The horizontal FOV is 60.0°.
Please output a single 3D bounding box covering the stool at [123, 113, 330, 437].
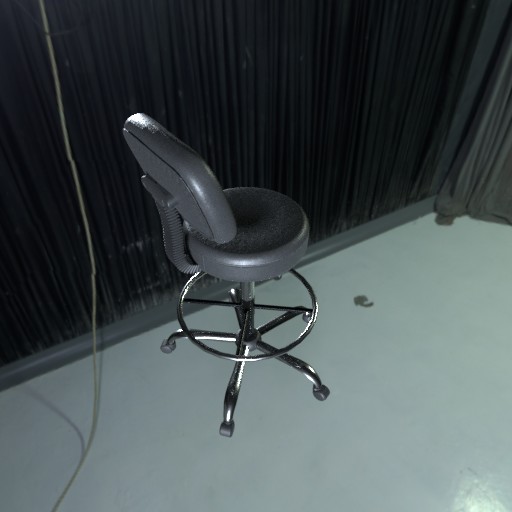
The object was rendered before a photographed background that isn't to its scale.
[{"bbox_3d":[0.000,0.000,1.532,0.658,1.069,0.694,-25,46,-27],"label":"stool"}]
